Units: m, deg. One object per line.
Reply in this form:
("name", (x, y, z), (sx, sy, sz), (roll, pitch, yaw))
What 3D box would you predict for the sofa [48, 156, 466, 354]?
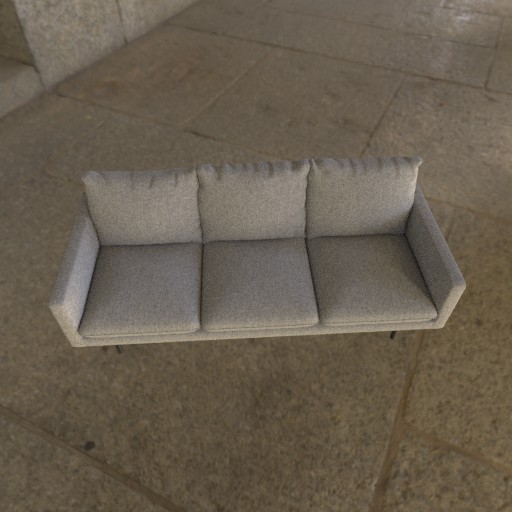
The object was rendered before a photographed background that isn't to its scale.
("sofa", (0.000, 0.000, 2.479), (2.000, 0.830, 0.850), (-3, 48, -2))
